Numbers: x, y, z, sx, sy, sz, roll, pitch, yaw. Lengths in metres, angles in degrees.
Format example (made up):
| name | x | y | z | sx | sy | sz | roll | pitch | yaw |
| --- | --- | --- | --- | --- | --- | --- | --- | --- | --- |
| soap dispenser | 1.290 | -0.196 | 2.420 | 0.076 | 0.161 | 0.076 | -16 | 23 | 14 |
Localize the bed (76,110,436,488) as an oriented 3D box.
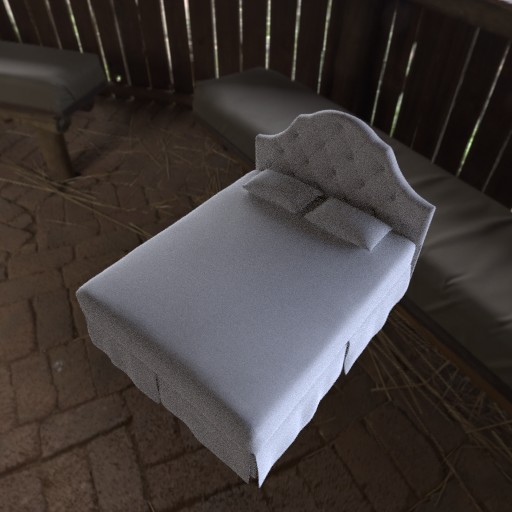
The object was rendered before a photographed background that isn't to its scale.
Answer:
| name | x | y | z | sx | sy | sz | roll | pitch | yaw |
| --- | --- | --- | --- | --- | --- | --- | --- | --- | --- |
| bed | 0.000 | 0.000 | 3.739 | 2.039 | 1.617 | 2.477 | 30 | 52 | 27 |
